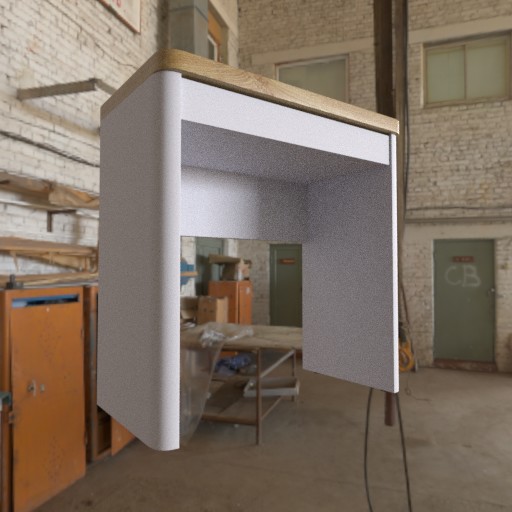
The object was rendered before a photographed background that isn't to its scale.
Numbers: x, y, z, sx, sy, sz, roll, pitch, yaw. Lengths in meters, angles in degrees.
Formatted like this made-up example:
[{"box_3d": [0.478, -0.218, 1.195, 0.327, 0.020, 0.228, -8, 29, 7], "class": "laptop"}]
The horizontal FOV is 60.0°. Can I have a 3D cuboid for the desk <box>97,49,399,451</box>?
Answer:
[{"box_3d": [0.000, 0.000, 1.242, 0.760, 0.790, 0.440, 1, -2, -36], "class": "desk"}]
